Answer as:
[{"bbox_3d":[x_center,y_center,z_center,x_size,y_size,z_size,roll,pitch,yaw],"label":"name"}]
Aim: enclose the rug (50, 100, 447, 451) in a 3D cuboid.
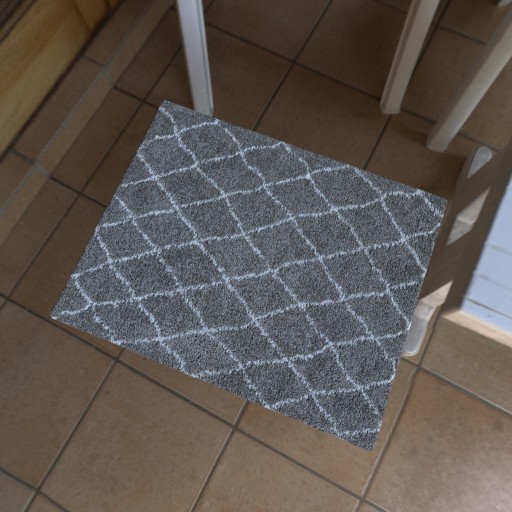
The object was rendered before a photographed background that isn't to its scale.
[{"bbox_3d":[0.000,0.000,4.147,3.047,0.029,2.438,21,75,6],"label":"rug"}]
